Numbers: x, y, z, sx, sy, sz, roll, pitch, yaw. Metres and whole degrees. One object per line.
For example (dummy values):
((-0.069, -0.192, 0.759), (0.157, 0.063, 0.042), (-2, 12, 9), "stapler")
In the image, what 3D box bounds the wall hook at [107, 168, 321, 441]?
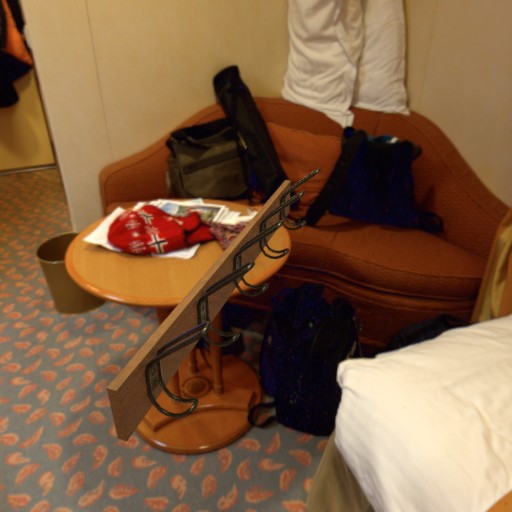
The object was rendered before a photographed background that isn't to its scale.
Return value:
((0.000, 0.000, 0.600), (0.076, 0.116, 0.554), (10, 31, 17), "wall hook")
